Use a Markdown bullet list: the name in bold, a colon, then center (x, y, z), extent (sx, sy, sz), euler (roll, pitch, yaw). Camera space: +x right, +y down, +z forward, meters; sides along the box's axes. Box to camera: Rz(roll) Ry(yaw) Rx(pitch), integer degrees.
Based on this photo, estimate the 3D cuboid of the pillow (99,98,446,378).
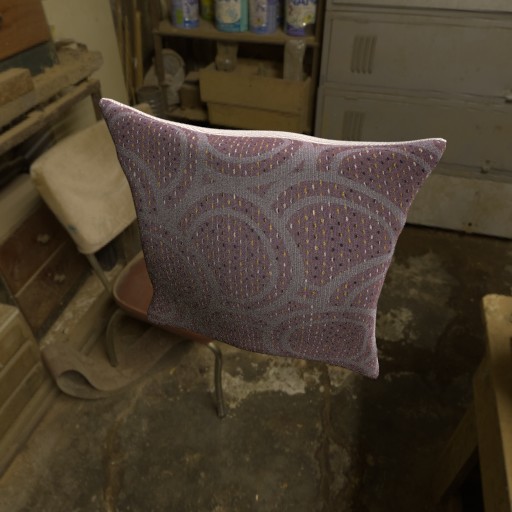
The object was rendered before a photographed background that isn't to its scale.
- **pillow**: center (0.000, 0.000, 0.791), extent (0.514, 0.513, 0.163), euler (11, 41, 13)
